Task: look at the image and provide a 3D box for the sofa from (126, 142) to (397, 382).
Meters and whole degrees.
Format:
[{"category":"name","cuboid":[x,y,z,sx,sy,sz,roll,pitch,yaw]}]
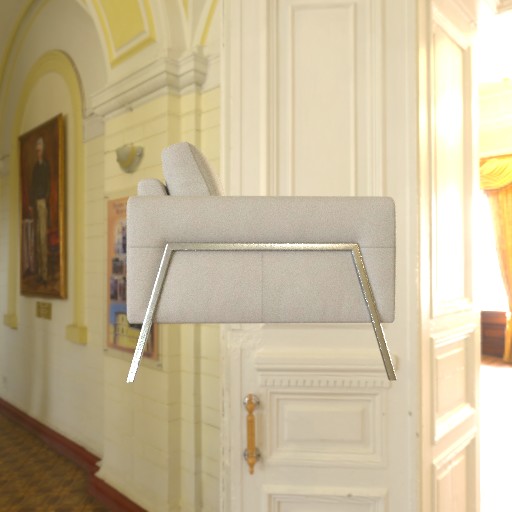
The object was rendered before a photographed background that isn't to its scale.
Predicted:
[{"category":"sofa","cuboid":[0.000,0.000,2.523,0.953,0.875,2.017,0,-1,-1]}]
